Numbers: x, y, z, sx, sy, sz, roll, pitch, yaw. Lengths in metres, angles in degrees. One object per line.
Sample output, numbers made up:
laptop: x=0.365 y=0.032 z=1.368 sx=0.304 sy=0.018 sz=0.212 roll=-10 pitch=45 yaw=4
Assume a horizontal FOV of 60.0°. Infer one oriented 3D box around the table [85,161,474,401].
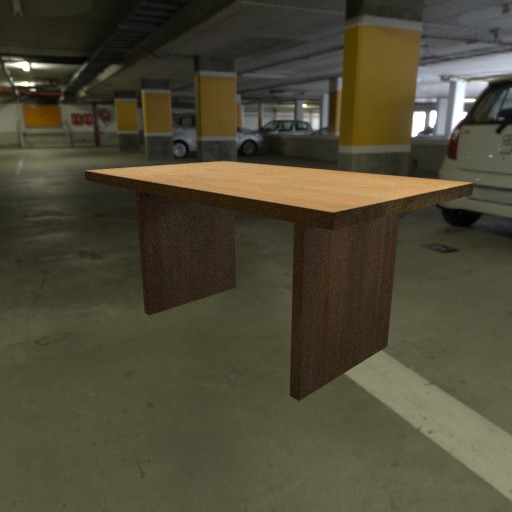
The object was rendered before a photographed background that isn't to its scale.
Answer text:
table: x=0.000 y=0.000 z=2.180 sx=0.946 sy=0.780 sz=1.609 roll=-15 pitch=22 yaw=-41
